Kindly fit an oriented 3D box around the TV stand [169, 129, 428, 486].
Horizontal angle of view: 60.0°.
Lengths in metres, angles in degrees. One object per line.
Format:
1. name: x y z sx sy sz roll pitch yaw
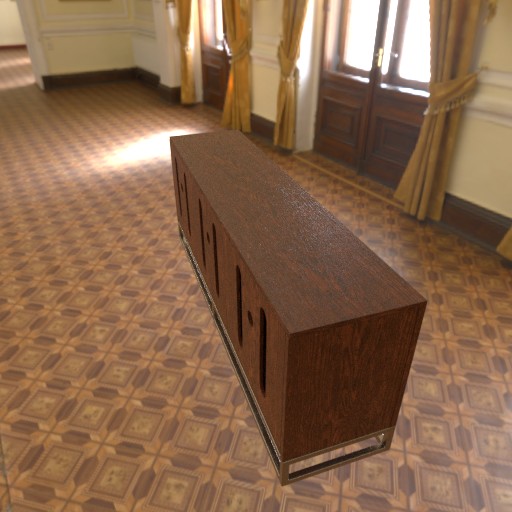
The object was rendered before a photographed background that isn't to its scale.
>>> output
1. TV stand: 0.000 0.000 1.789 0.382 0.578 1.541 -10 33 -16
